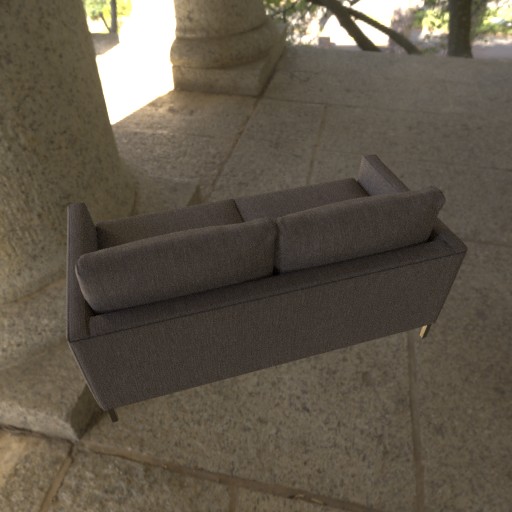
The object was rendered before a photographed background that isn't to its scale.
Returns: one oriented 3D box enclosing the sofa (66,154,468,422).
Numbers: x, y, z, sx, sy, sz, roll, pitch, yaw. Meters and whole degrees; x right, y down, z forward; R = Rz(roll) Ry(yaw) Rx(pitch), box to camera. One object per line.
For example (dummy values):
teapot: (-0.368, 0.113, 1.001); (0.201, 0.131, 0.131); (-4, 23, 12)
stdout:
sofa: (0.000, 0.000, 2.161); (1.682, 0.840, 0.875); (-12, 44, -13)
